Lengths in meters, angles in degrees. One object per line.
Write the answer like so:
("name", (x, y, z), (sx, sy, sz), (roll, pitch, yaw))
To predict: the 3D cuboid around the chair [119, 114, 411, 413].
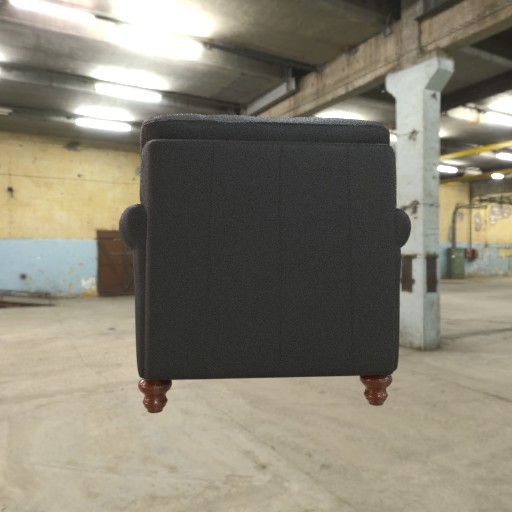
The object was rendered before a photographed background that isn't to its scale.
("chair", (0.000, 0.000, 1.809), (1.015, 0.960, 1.027), (0, 0, 0))
